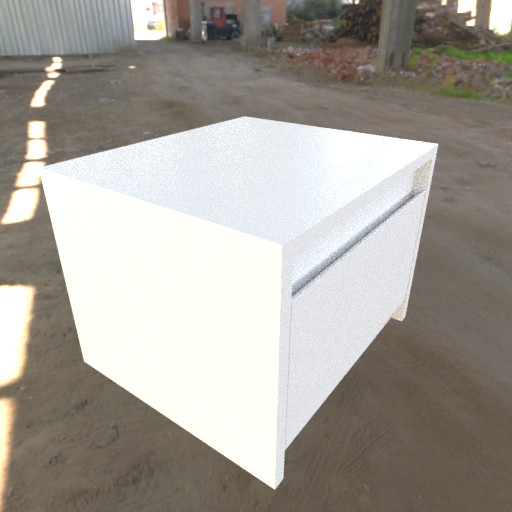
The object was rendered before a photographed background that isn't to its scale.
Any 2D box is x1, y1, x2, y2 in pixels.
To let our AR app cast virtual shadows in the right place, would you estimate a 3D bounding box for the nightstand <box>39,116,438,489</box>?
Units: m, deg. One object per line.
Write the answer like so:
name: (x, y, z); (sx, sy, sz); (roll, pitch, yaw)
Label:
nightstand: (0.000, 0.000, 0.761); (0.408, 0.351, 0.470); (19, 33, 32)
